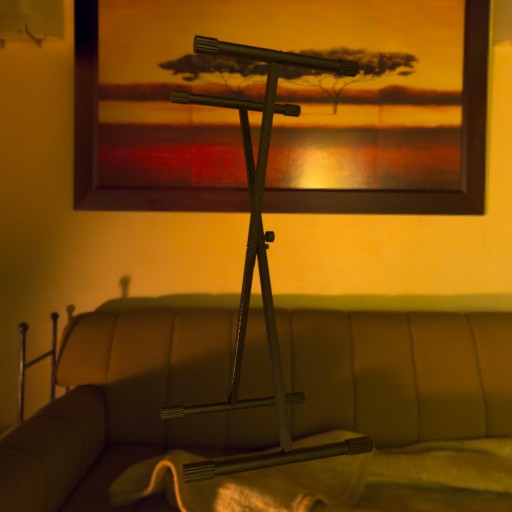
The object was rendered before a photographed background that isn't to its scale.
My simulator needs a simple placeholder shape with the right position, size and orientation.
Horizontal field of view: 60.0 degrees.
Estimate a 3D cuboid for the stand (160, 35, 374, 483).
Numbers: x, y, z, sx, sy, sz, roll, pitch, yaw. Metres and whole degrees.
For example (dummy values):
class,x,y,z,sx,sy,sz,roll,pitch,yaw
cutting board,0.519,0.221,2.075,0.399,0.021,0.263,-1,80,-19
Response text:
class,x,y,z,sx,sy,sz,roll,pitch,yaw
stand,0.000,0.000,1.168,0.449,0.940,0.409,0,0,-19
